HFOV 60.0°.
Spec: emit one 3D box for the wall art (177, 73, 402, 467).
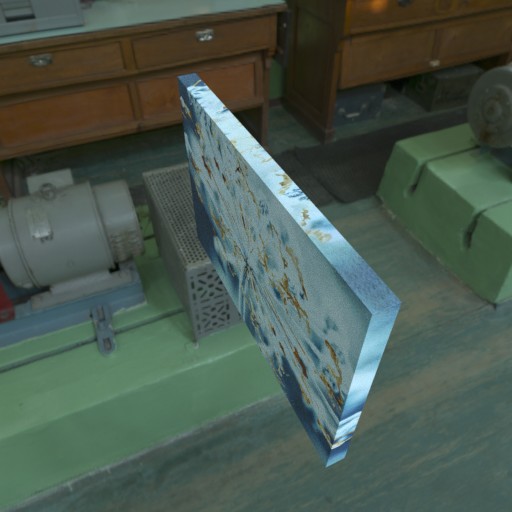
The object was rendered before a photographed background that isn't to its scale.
[{"bbox_3d":[0.000,0.000,0.775,0.036,0.405,0.607,-18,48,-18],"label":"wall art"}]
